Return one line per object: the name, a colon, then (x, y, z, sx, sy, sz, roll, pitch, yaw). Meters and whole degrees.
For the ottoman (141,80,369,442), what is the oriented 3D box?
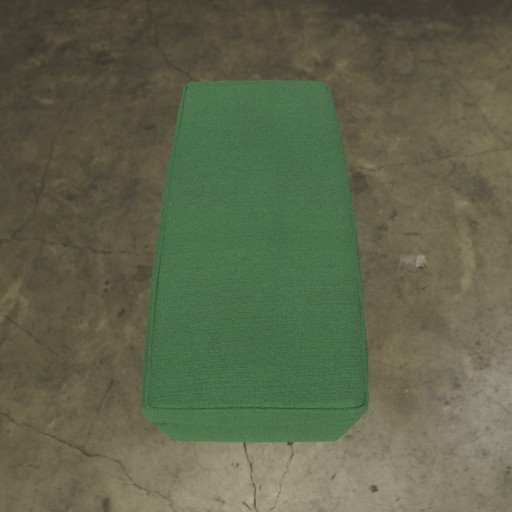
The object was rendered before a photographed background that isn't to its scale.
ottoman: (0.000, 0.000, 1.242, 0.483, 0.471, 0.957, 0, 59, 0)
